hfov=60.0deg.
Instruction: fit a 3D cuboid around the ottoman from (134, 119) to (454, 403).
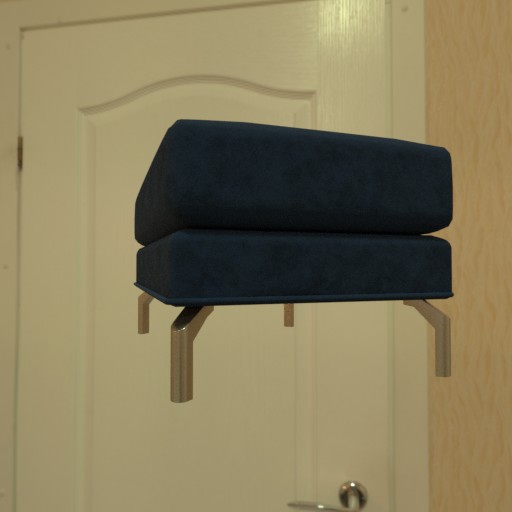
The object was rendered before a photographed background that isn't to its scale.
[{"bbox_3d":[0.000,0.000,1.188,0.587,0.498,0.835,0,-1,-19],"label":"ottoman"}]
